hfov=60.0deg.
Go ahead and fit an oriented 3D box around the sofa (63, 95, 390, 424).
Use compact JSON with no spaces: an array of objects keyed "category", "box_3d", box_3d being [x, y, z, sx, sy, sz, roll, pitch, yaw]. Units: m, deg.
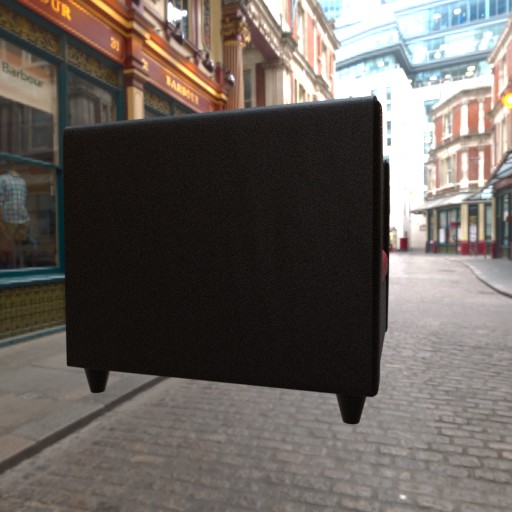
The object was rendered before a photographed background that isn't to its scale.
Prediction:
[{"category":"sofa","box_3d":[0.000,0.000,1.427,0.809,0.724,0.839,0,1,18]}]
